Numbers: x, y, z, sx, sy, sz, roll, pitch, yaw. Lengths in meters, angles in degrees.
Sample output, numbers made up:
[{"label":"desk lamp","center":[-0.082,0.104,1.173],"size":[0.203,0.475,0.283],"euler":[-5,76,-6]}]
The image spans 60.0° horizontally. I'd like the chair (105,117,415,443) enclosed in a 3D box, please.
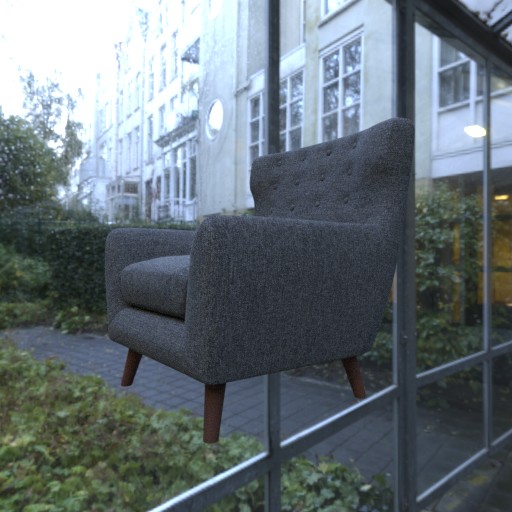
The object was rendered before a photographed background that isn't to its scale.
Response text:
[{"label":"chair","center":[0.000,0.000,1.736],"size":[0.940,1.039,0.889],"euler":[0,0,-37]}]
